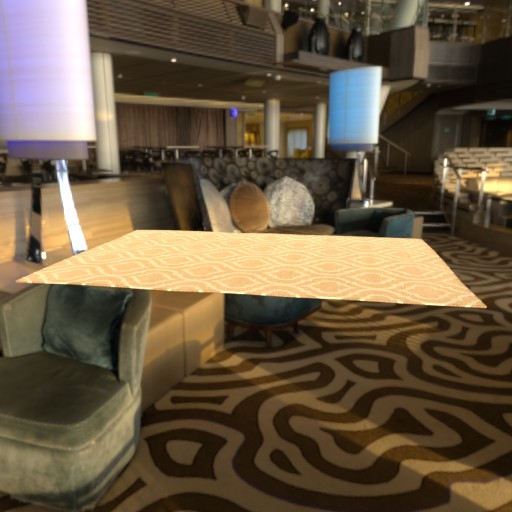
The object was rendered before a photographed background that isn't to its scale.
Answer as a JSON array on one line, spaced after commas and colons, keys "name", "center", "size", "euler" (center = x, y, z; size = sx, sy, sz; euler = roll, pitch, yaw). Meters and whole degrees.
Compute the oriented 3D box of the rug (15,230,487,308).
[{"name": "rug", "center": [0.000, 0.000, 2.159], "size": [1.761, 0.013, 1.152], "euler": [2, 14, 9]}]
